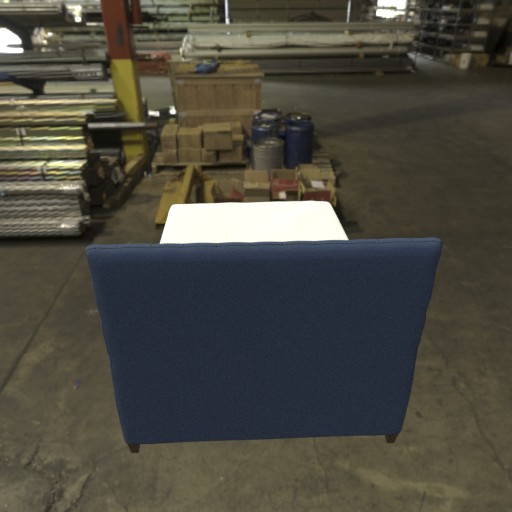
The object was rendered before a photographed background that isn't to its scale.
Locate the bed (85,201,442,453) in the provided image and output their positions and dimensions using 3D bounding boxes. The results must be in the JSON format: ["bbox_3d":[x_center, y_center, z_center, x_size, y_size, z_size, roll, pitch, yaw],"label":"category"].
[{"bbox_3d":[0.000,0.000,3.420,1.706,1.427,2.387,-1,30,-2],"label":"bed"}]
